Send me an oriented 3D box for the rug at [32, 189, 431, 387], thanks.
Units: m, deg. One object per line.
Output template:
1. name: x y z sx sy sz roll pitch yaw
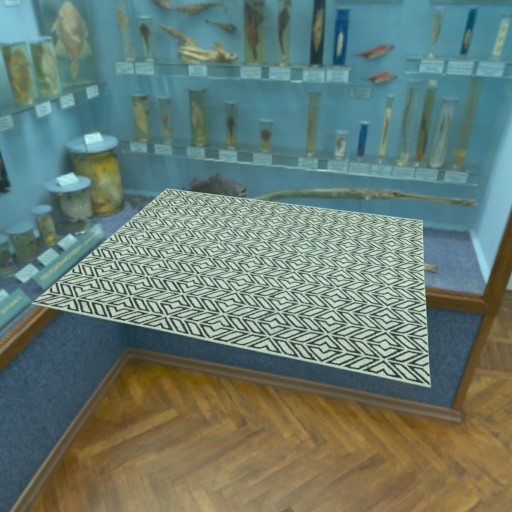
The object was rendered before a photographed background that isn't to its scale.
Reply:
1. rug: 0.000 0.000 4.179 3.045 0.008 2.421 9 33 14
